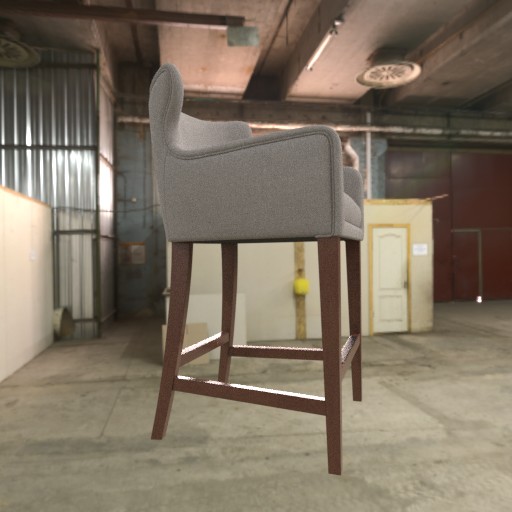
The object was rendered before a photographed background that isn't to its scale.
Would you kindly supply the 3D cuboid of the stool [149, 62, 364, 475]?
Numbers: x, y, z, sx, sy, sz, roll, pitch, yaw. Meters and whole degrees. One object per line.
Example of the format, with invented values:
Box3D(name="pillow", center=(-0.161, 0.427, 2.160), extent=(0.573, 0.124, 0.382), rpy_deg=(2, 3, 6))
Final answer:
Box3D(name="stool", center=(0.000, 0.000, 1.299), extent=(0.575, 0.951, 0.575), rpy_deg=(0, 1, 18))
